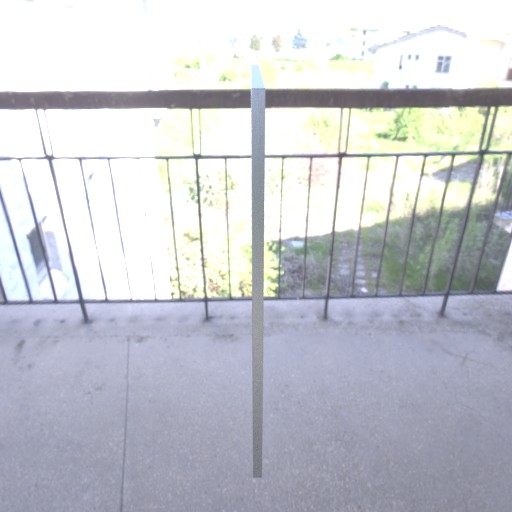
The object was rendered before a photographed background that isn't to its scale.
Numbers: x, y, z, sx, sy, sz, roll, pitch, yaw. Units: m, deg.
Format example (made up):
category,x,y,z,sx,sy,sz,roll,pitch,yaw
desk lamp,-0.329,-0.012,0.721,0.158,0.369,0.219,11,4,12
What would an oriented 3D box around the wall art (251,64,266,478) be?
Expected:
category,x,y,z,sx,sy,sz,roll,pitch,yaw
wall art,0.000,0.000,0.690,0.013,0.529,0.376,0,26,-1
